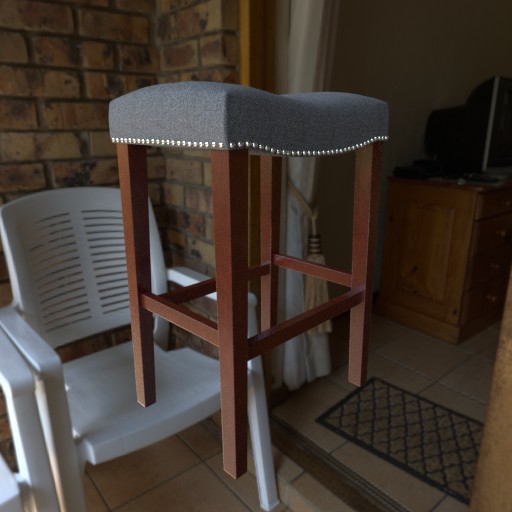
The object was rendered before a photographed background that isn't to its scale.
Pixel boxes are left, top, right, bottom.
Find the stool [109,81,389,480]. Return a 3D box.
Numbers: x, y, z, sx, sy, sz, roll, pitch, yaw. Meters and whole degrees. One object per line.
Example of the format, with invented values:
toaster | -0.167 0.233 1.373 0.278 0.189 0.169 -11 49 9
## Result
stool | 0.000 0.000 1.047 0.372 0.742 0.504 16 23 42
